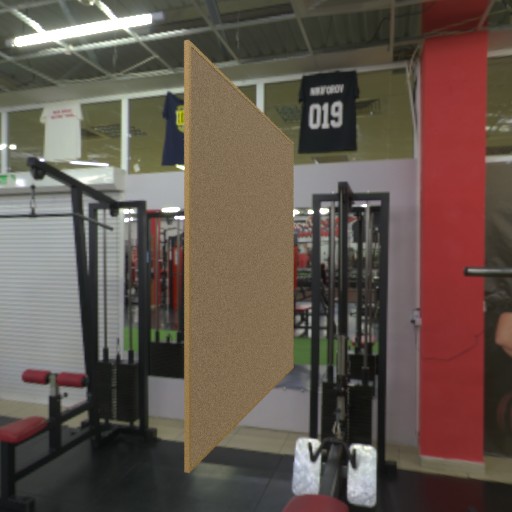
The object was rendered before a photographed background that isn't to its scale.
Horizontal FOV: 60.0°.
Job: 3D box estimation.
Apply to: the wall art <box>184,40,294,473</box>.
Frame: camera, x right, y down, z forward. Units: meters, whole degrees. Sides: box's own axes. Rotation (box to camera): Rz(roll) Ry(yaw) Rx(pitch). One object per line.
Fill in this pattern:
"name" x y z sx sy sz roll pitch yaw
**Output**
"wall art" 0.000 0.000 1.438 0.013 0.959 0.962 0 0 19
